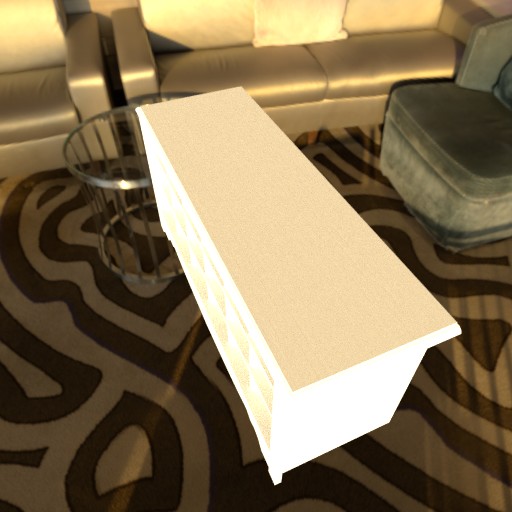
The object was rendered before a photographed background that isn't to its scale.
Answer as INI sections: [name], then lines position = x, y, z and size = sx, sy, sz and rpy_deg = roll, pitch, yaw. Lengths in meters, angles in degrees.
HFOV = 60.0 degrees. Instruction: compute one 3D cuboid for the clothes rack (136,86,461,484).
[clothes rack]
position = 0.000, 0.000, 1.450
size = 0.405, 0.558, 1.218
rpy_deg = -18, 49, -16
